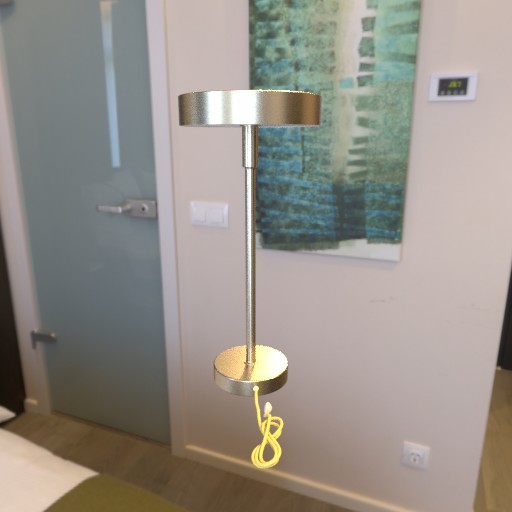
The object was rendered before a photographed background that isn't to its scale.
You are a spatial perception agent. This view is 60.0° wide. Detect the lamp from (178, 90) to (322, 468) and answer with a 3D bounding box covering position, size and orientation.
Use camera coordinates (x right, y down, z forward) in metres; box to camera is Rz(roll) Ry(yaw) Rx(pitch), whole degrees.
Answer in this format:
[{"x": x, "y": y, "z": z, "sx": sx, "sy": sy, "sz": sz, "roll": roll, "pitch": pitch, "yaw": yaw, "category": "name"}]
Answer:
[{"x": 0.000, "y": 0.000, "z": 0.708, "sx": 0.229, "sy": 0.508, "sz": 0.369, "roll": -2, "pitch": 15, "yaw": -7, "category": "lamp"}]
